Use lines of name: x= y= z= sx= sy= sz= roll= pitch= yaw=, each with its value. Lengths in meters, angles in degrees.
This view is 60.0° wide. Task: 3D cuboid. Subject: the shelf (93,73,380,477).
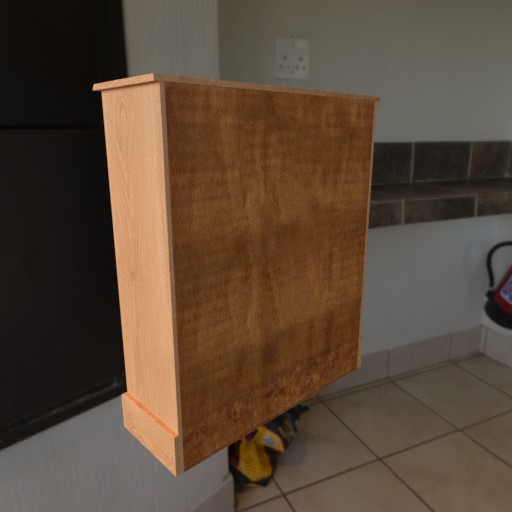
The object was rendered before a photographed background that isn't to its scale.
shelf: x=0.000 y=0.000 z=1.402 sx=0.840 sy=0.980 sz=0.291 roll=-14 pitch=21 yaw=-41
